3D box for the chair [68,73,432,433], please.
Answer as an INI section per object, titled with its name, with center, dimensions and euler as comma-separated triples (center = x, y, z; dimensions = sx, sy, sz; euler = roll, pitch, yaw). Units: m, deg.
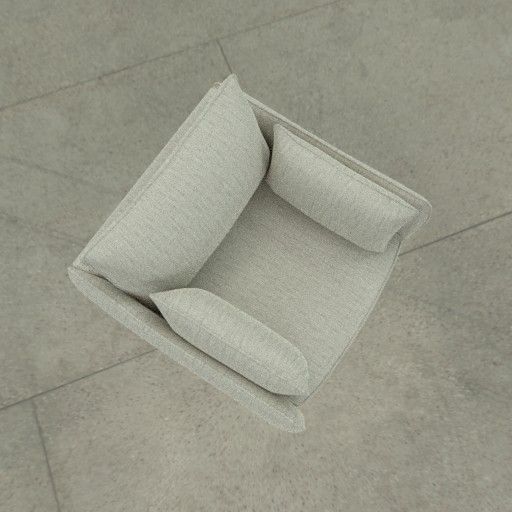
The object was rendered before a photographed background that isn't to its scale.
[chair]
center = 0.000, 0.000, 1.755
dimensions = 0.991, 0.855, 0.994
euler = 33, 77, 8
